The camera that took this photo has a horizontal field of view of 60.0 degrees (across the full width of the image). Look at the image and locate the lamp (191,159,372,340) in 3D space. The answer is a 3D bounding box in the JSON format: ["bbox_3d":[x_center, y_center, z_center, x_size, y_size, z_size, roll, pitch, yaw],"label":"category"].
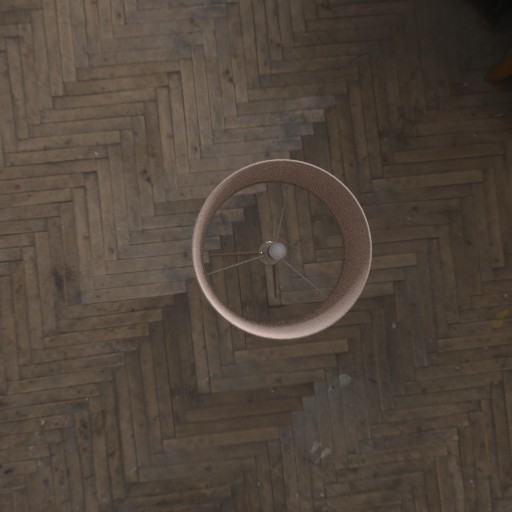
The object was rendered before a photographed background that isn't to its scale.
[{"bbox_3d":[0.000,0.000,1.765,0.460,1.545,0.449,0,89,-3],"label":"lamp"}]
